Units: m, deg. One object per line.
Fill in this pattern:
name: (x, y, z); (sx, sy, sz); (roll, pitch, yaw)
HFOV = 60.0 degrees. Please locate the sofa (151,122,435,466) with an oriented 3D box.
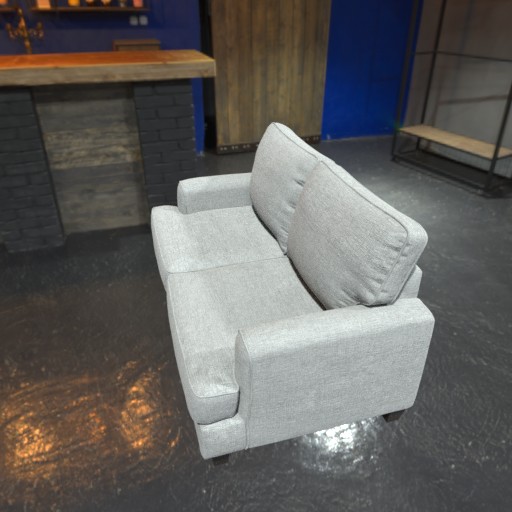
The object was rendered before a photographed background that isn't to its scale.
sofa: (0.000, 0.000, 2.257); (0.965, 0.965, 1.651); (-9, 32, -14)
